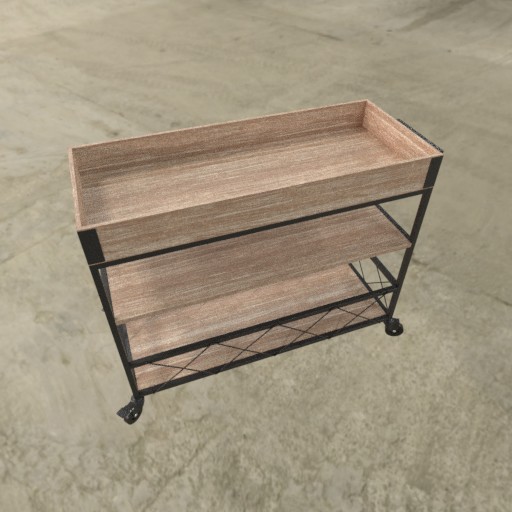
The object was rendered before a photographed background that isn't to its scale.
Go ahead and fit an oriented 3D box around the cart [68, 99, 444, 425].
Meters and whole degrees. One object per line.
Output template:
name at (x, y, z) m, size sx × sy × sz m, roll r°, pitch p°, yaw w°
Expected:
cart at (0.000, 0.000, 1.489) m, size 1.101 × 0.787 × 0.500 m, roll -14°, pitch 44°, yaw -15°
